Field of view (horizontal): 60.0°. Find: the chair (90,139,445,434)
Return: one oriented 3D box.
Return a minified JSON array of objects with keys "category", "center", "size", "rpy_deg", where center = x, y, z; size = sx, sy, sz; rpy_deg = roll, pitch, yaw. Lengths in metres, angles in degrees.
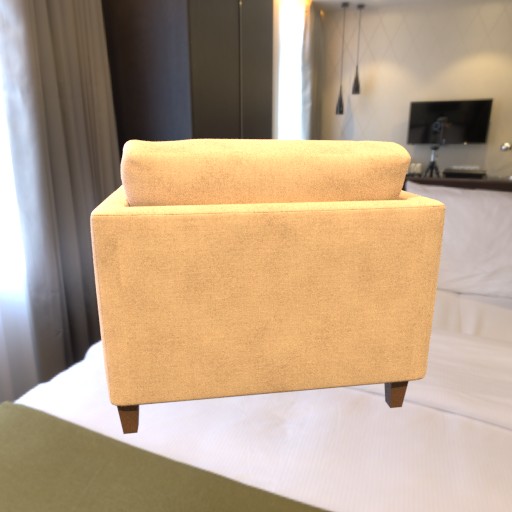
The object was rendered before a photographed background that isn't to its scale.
[{"category":"chair","center":[0.000,0.000,1.857],"size":[1.133,0.961,0.959],"rpy_deg":[-2,16,-8]}]
